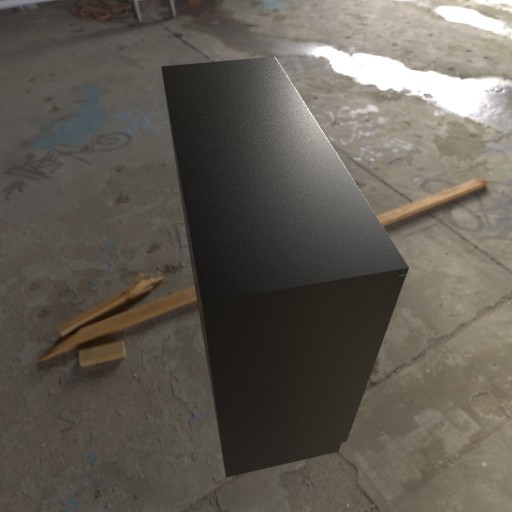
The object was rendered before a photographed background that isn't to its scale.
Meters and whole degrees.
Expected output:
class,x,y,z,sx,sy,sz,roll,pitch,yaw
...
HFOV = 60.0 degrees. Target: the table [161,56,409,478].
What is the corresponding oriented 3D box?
class,x,y,z,sx,sy,sz,roll,pitch,yaw
table,0.000,0.000,1.326,0.380,0.790,0.930,-9,46,-9
